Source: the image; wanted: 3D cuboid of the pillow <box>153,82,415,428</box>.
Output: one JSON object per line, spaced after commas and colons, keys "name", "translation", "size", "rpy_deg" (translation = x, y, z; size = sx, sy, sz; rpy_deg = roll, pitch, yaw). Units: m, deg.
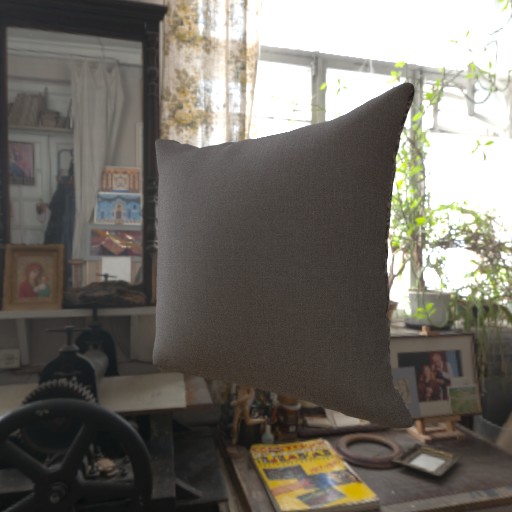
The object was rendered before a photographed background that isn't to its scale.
{"name": "pillow", "translation": [0.000, 0.000, 0.774], "size": [0.546, 0.487, 0.180], "rpy_deg": [0, 0, 37]}
